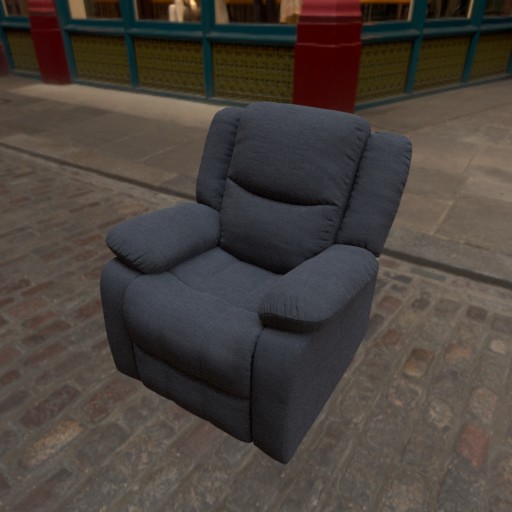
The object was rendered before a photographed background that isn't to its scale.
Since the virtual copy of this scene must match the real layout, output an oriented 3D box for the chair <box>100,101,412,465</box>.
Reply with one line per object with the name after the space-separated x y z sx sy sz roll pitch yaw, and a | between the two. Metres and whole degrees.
0.000 0.000 1.711 0.899 1.008 0.944 18 36 27 | chair
